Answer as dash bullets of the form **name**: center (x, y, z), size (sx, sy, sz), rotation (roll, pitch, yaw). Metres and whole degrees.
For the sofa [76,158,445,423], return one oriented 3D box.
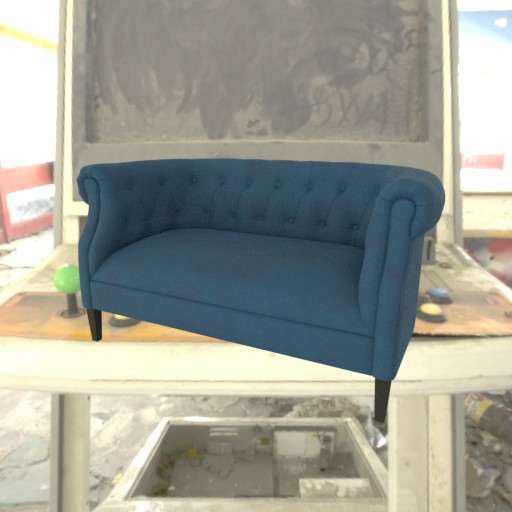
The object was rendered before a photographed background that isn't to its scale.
- **sofa**: center (0.000, 0.000, 2.036), size (1.558, 0.827, 0.835), rotation (8, 18, 26)
